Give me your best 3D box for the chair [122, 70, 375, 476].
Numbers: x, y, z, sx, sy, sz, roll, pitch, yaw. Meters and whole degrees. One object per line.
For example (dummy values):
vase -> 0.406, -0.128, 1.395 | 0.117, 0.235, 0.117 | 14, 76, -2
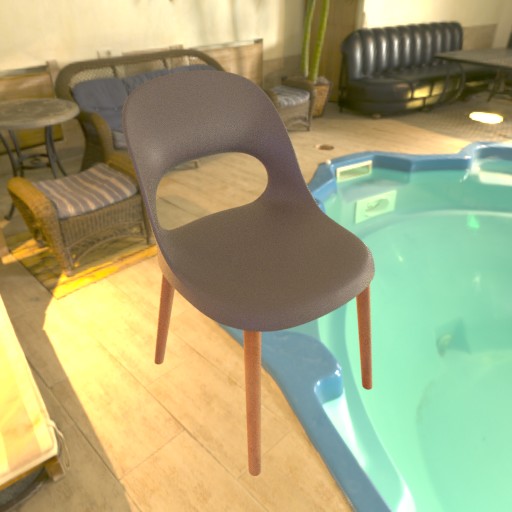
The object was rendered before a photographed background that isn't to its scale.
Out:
chair -> 0.000, 0.000, 1.113 | 0.470, 0.795, 0.556 | -23, 39, -32
